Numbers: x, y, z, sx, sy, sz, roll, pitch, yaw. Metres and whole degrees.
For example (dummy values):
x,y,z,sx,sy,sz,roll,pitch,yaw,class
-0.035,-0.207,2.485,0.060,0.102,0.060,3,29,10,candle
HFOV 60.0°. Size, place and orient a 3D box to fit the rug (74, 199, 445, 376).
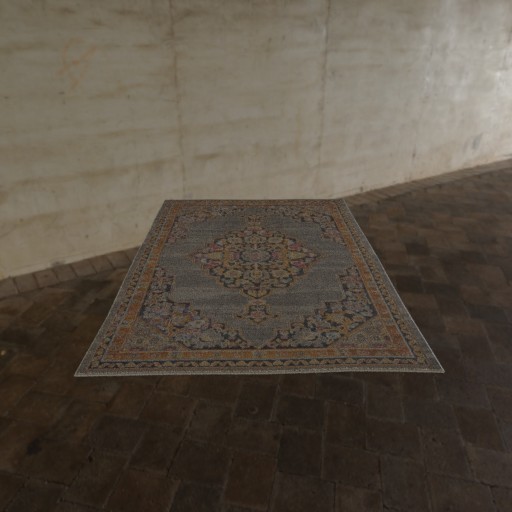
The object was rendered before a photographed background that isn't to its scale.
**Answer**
x,y,z,sx,sy,sz,roll,pitch,yaw,class
0.000,0.000,3.731,2.043,0.026,2.901,0,26,-1,rug
